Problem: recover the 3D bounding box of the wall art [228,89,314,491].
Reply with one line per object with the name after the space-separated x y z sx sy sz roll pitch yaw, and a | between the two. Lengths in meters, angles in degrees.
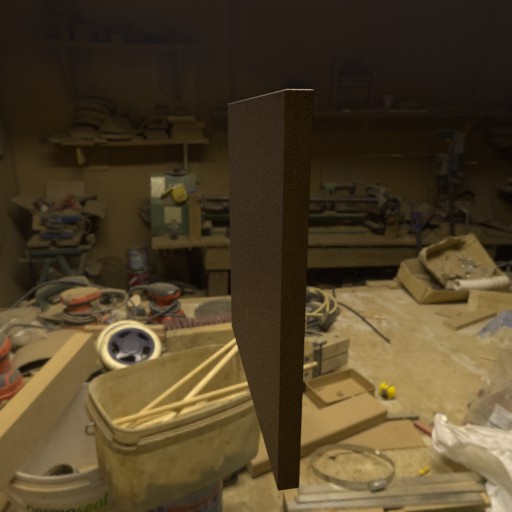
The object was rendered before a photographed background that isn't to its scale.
0.000 0.000 0.759 0.030 0.506 0.503 -3 18 -10 | wall art
